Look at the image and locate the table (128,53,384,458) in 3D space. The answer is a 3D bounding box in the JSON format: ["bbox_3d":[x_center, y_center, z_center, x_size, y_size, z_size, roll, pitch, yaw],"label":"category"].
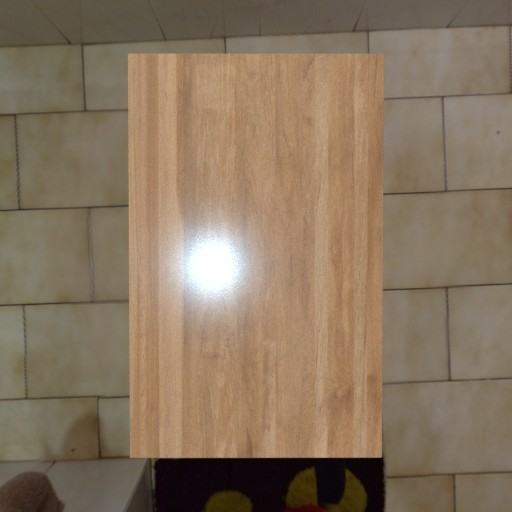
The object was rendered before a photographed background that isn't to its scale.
[{"bbox_3d":[0.000,0.000,1.426,0.692,0.441,1.100,0,91,0],"label":"table"}]
